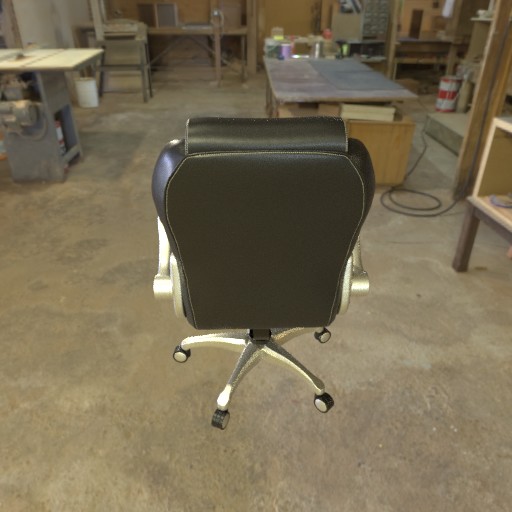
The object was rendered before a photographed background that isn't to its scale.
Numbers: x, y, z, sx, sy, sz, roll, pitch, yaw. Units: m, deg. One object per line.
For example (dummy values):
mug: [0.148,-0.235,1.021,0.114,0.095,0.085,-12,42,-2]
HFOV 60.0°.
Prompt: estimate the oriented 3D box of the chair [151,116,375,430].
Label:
chair: [0.000,0.000,1.624,0.724,1.141,0.801,-1,30,-2]
